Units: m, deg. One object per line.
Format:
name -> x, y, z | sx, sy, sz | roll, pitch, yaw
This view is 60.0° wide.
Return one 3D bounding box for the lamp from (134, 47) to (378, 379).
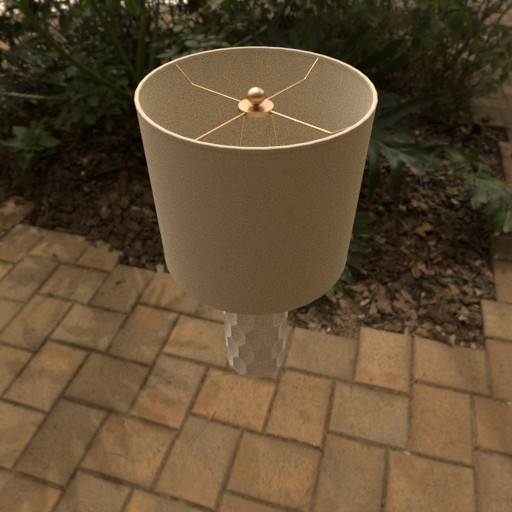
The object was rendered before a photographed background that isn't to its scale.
lamp -> 0.000, 0.000, 0.698 | 0.277, 0.537, 0.277 | -9, 44, -9
